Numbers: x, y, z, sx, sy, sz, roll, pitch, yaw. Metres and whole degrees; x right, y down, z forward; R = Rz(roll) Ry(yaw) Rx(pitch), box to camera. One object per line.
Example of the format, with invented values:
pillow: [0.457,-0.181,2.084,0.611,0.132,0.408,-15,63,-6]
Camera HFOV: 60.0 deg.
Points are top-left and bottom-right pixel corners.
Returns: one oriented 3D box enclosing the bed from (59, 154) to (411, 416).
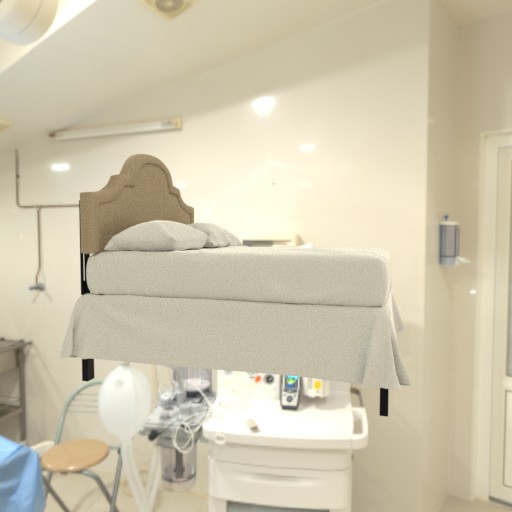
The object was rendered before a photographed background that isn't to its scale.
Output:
bed: [0.000,0.000,3.409,2.222,1.634,1.780,1,3,17]
